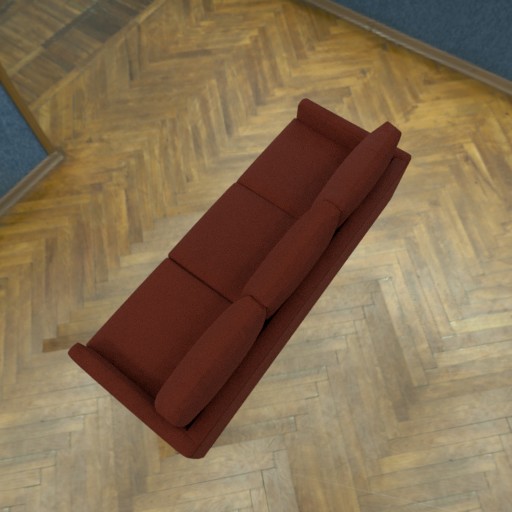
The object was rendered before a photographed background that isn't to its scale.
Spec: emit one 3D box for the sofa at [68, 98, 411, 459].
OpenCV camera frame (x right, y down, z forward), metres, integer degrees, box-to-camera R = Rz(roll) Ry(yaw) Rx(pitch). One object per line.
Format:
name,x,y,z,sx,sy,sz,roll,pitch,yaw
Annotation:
sofa,0.000,0.000,2.746,0.875,0.879,2.252,34,69,15
